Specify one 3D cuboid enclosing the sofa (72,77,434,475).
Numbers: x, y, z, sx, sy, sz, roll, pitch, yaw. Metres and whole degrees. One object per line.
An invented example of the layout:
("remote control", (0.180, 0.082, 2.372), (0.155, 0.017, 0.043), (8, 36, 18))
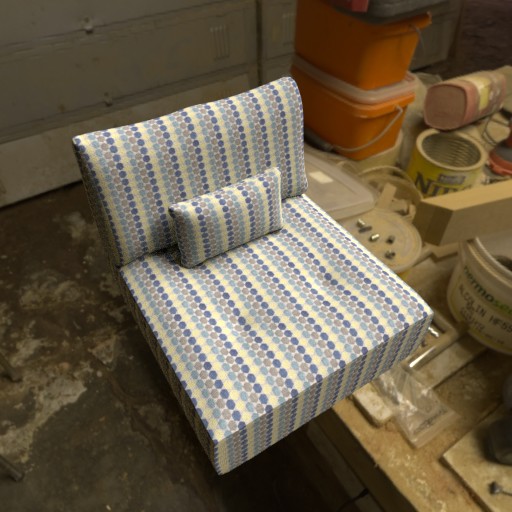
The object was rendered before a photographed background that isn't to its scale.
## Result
("sofa", (0.000, 0.000, 1.659), (0.930, 0.830, 1.000), (-24, 51, -22))
